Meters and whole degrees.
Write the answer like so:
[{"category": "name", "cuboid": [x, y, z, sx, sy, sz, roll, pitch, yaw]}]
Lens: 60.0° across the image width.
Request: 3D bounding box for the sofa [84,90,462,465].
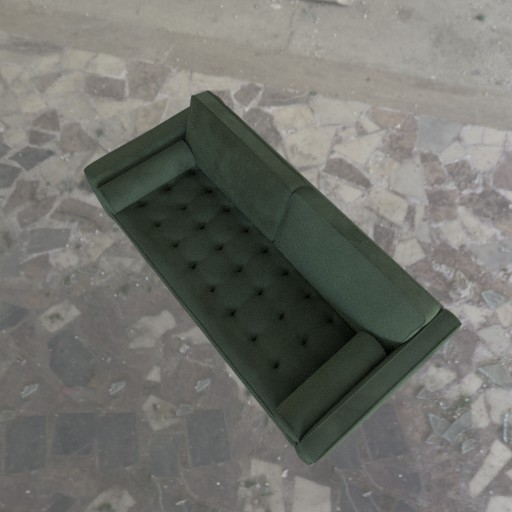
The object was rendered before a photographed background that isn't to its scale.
[{"category": "sofa", "cuboid": [0.000, 0.000, 2.337, 0.916, 0.772, 1.880, -36, 68, -17]}]
